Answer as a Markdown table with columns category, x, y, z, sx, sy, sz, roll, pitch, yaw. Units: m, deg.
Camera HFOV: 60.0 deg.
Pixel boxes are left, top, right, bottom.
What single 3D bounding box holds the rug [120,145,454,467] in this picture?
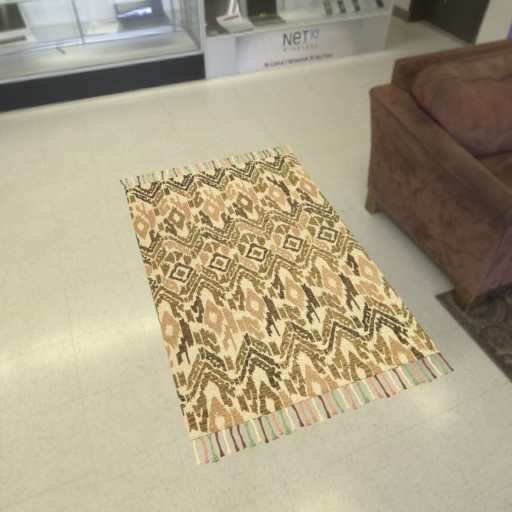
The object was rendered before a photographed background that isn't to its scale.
| category | x | y | z | sx | sy | sz | roll | pitch | yaw |
| --- | --- | --- | --- | --- | --- | --- | --- | --- | --- |
| rug | 0.000 | 0.000 | 3.070 | 1.524 | 0.008 | 2.438 | -15 | 48 | -14 |
